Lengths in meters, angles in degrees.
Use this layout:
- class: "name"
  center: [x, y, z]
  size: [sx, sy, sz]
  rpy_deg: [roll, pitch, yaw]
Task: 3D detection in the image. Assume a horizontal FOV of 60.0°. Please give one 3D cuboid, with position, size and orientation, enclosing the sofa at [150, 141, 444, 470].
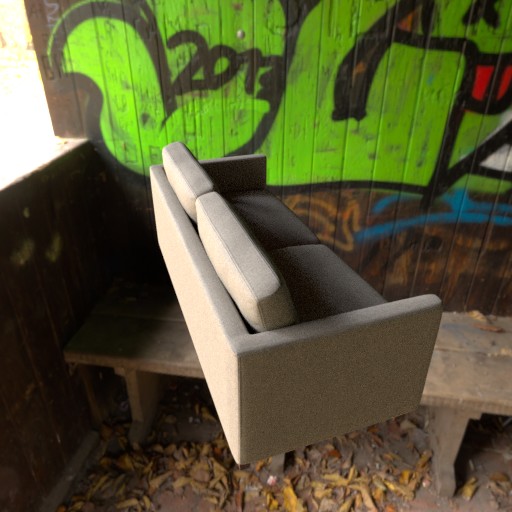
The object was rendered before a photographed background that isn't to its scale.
- class: "sofa"
  center: [0.000, 0.000, 2.712]
  size: [0.956, 0.963, 2.208]
  rpy_deg: [-10, 32, -17]
